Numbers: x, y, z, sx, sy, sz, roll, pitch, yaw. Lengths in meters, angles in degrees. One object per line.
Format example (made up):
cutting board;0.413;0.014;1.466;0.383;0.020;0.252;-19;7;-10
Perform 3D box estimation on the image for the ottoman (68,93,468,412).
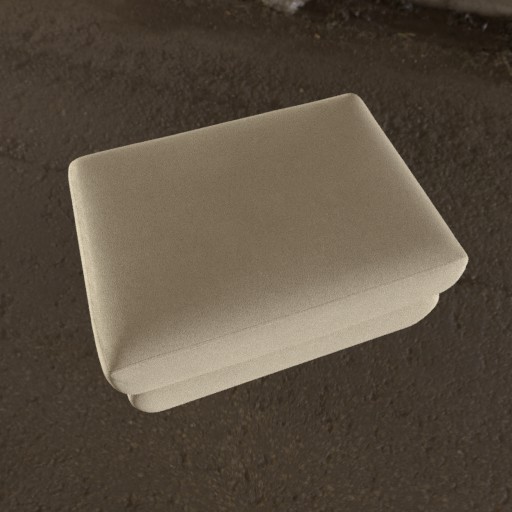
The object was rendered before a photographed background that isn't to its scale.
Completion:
ottoman;0.000;0.000;1.139;0.773;0.499;0.569;-16;60;-10
